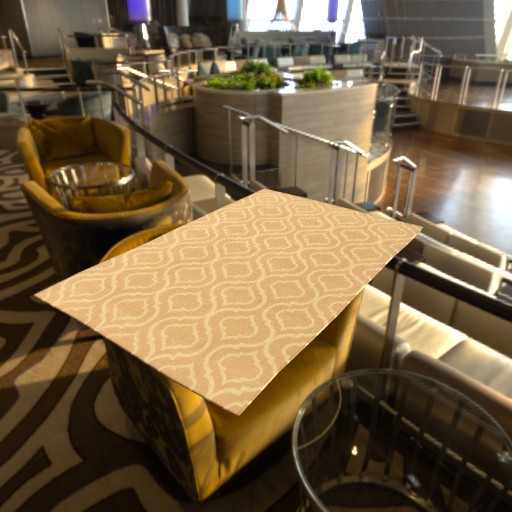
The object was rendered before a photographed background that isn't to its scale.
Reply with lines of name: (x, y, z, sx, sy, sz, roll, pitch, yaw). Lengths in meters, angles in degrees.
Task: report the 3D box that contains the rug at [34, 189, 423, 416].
rug: (0.000, 0.000, 2.266, 1.152, 0.013, 1.761, 19, 33, 32)
